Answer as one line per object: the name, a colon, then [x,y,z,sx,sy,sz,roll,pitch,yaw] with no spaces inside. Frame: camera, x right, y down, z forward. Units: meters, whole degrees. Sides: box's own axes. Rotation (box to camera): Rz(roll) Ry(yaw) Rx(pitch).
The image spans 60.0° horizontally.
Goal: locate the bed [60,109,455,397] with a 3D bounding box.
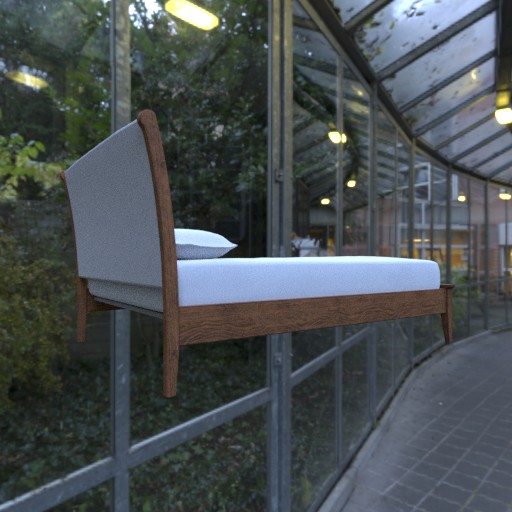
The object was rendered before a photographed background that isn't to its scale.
bed: [0.000,0.000,2.893,2.108,1.135,1.502,0,0,-35]
